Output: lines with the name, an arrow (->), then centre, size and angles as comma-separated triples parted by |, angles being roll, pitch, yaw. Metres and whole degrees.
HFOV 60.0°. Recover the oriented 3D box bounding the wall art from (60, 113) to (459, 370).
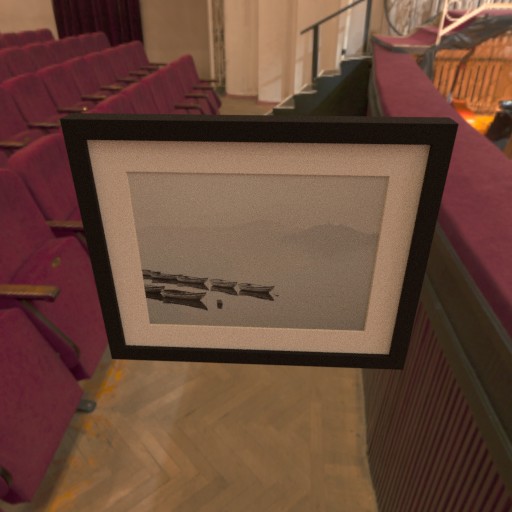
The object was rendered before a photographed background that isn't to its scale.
wall art -> 0.000, 0.000, 0.534 | 0.397, 0.325, 0.028 | 1, 30, 3
